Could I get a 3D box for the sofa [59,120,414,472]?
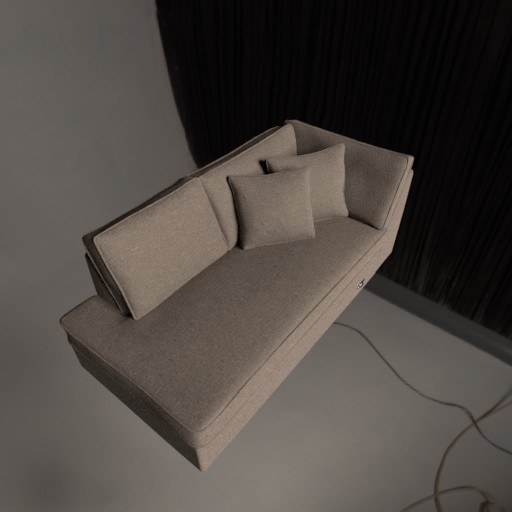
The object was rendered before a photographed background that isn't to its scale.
[{"bbox_3d":[0.000,0.000,2.861,1.110,1.033,2.237,28,49,28],"label":"sofa"}]
